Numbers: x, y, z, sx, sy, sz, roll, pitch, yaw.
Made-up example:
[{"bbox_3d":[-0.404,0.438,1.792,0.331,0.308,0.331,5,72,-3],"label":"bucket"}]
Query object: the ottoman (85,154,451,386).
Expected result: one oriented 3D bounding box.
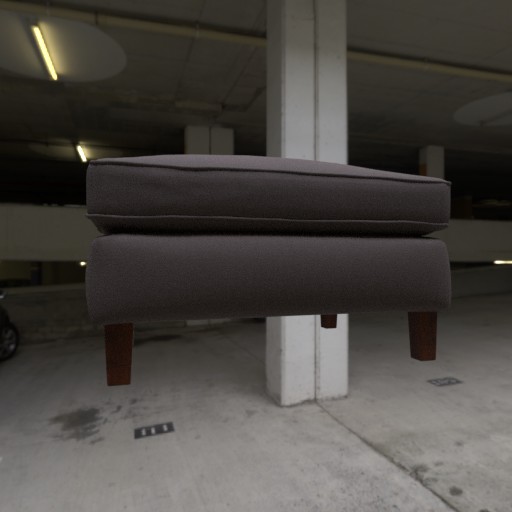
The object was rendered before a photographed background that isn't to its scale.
[{"bbox_3d":[0.000,0.000,0.984,0.686,0.406,0.508,0,0,-17],"label":"ottoman"}]
